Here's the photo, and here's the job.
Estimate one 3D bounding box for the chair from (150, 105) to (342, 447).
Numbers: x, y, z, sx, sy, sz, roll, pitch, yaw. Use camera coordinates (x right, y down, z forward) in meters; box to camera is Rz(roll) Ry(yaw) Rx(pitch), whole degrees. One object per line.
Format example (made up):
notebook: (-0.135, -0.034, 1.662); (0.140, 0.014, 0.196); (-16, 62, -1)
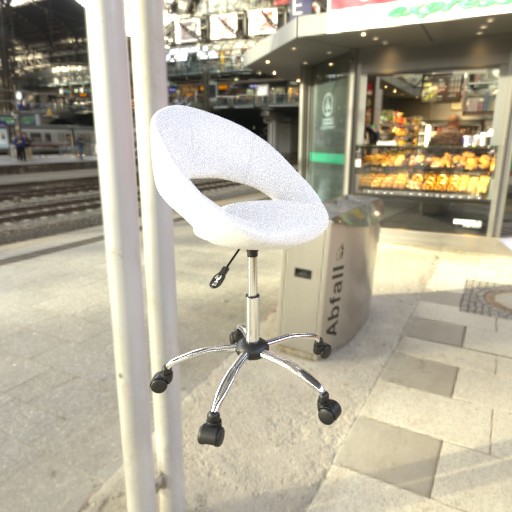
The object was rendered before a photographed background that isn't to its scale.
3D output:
chair: (0.000, 0.000, 1.205); (0.538, 0.791, 0.612); (7, 16, 26)
